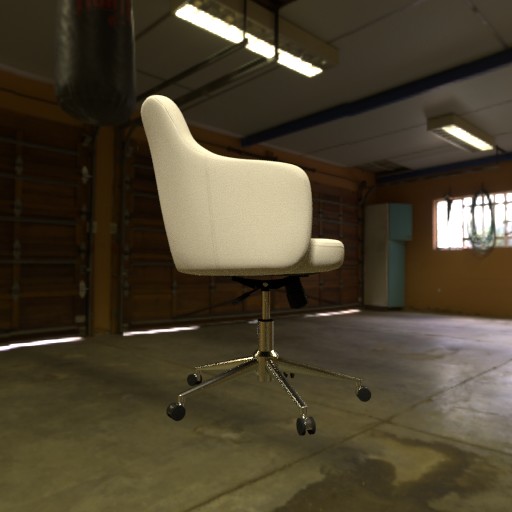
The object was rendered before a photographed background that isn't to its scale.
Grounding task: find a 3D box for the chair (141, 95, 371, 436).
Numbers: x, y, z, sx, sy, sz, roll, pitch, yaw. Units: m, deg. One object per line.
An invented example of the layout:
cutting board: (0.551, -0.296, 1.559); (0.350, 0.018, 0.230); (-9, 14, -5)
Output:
chair: (0.000, 0.000, 1.273); (0.647, 0.819, 0.602); (0, -2, 1)
